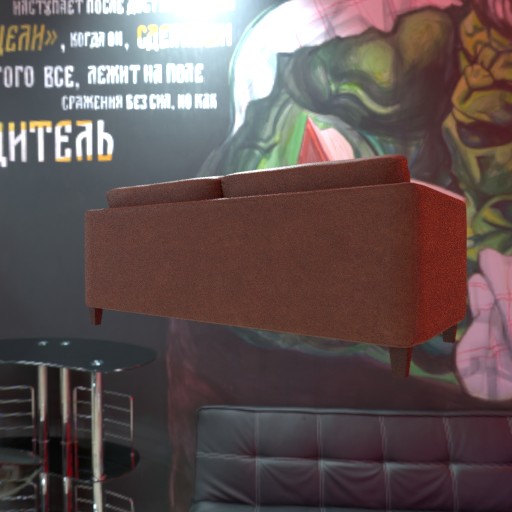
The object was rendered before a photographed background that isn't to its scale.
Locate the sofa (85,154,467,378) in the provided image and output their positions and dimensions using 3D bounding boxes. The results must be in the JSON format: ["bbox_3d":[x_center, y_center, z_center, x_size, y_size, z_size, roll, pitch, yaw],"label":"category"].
[{"bbox_3d":[0.000,0.000,2.694,2.204,0.932,0.950,1,1,36],"label":"sofa"}]
